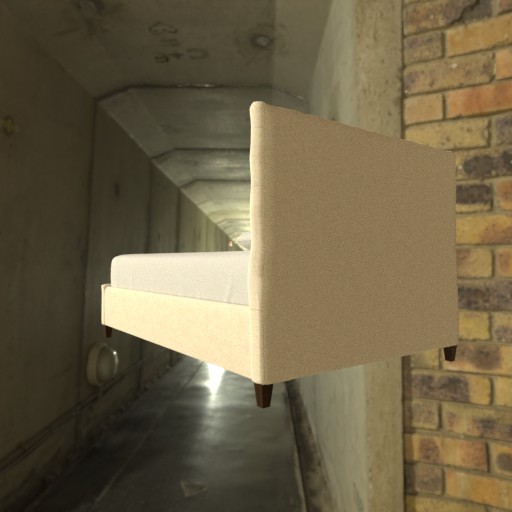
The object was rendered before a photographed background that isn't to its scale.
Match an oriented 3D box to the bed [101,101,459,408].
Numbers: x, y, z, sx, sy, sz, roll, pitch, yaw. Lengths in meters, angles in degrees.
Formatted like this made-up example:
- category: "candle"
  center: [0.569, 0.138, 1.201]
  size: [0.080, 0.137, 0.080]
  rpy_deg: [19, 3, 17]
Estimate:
- category: "bed"
  center: [0.000, 0.000, 3.467]
  size: [1.698, 1.427, 2.387]
  rpy_deg: [0, -1, -36]
